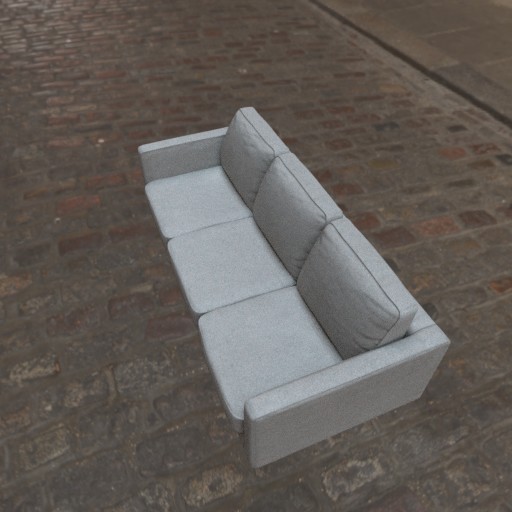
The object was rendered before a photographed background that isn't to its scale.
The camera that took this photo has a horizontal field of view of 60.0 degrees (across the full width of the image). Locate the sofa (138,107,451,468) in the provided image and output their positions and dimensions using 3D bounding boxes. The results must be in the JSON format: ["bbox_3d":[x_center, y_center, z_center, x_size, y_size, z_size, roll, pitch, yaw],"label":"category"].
[{"bbox_3d":[0.000,0.000,2.528,0.944,0.918,1.983,-17,48,-15],"label":"sofa"}]
